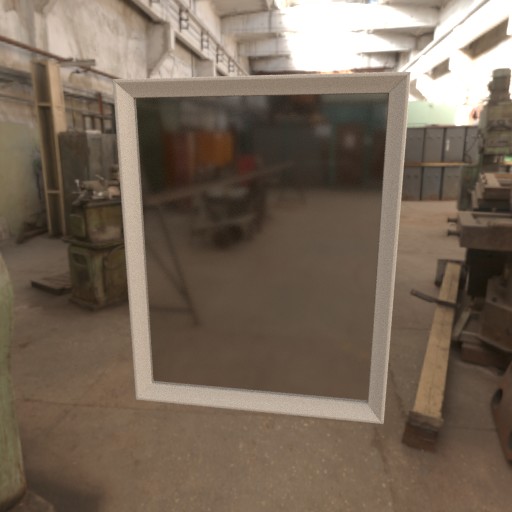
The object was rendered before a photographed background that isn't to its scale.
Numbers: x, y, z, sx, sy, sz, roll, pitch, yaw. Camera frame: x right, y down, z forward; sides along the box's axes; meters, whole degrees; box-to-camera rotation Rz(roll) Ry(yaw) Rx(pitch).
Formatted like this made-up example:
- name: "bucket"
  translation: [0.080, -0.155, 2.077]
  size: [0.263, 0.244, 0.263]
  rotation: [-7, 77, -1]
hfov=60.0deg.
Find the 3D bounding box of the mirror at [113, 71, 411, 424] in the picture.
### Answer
- name: "mirror"
  translation: [0.000, 0.000, 0.675]
  size: [0.406, 0.509, 0.041]
  rotation: [2, 14, 9]
